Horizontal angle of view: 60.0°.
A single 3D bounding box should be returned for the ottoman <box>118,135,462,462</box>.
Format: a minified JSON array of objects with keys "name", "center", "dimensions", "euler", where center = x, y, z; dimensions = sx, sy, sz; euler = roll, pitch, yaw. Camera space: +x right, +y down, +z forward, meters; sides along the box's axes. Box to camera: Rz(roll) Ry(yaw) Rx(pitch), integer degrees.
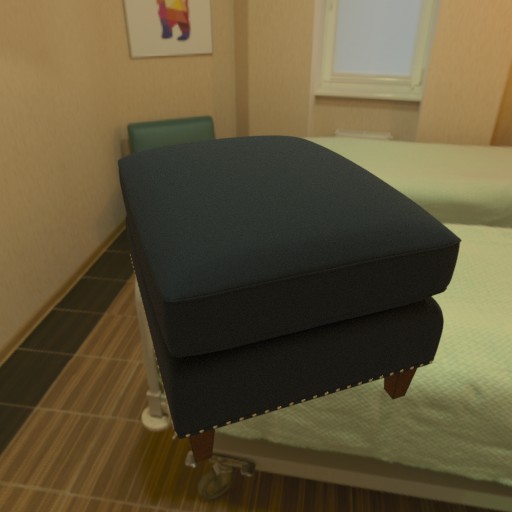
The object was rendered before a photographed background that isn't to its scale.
[{"name":"ottoman","center":[0.000,0.000,1.127],"dimensions":[0.584,0.513,0.741],"euler":[-11,32,-17]}]
